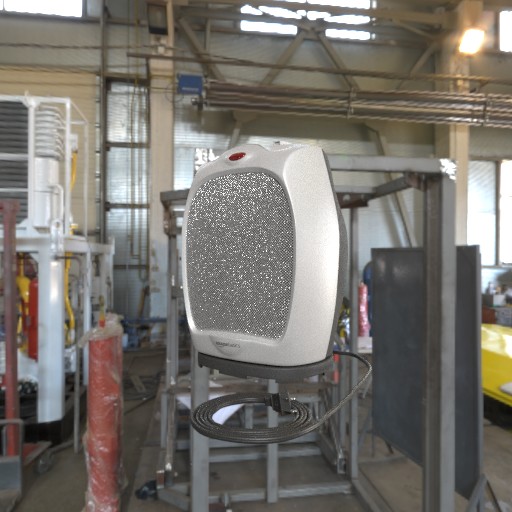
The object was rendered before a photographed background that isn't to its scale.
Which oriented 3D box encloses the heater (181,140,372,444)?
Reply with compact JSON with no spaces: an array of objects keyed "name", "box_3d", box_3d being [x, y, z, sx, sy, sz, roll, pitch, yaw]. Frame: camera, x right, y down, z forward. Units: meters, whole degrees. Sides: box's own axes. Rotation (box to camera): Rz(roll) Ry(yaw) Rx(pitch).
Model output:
[{"name":"heater","box_3d":[0.000,0.000,0.462,0.239,0.255,0.291,0,0,36]}]
